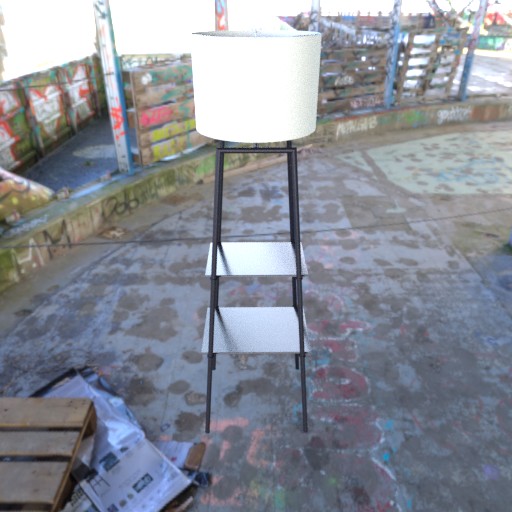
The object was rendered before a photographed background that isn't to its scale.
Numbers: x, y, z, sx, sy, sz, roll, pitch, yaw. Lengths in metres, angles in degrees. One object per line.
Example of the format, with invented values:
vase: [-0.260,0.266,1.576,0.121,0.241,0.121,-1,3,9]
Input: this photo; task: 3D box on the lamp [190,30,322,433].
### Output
lamp: [0.000,0.000,1.638,0.427,1.474,0.384,0,30,-1]
